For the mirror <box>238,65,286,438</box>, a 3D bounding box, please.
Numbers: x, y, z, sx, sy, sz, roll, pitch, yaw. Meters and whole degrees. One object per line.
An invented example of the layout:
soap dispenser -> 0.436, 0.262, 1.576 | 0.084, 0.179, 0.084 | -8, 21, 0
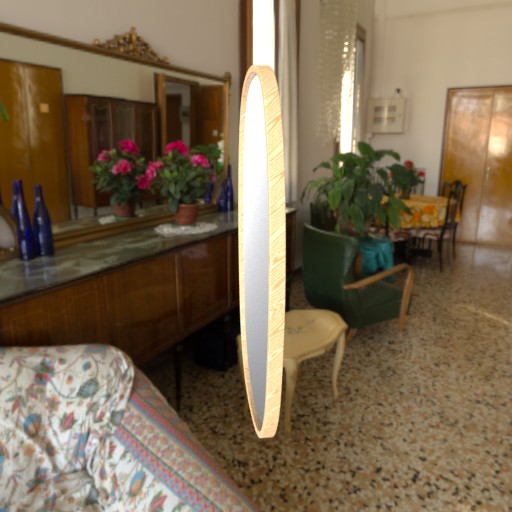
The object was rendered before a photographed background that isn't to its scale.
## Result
mirror -> 0.000, 0.000, 1.358 | 0.037, 1.075, 0.724 | -2, 14, -8
